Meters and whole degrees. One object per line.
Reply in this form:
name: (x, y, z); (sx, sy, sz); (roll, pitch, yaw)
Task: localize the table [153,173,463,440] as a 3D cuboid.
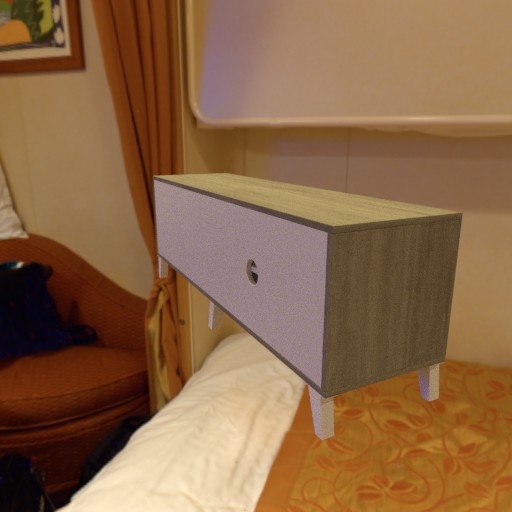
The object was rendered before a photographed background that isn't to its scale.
table: (0.000, 0.000, 1.736); (0.400, 0.530, 1.500); (-7, 16, -26)
